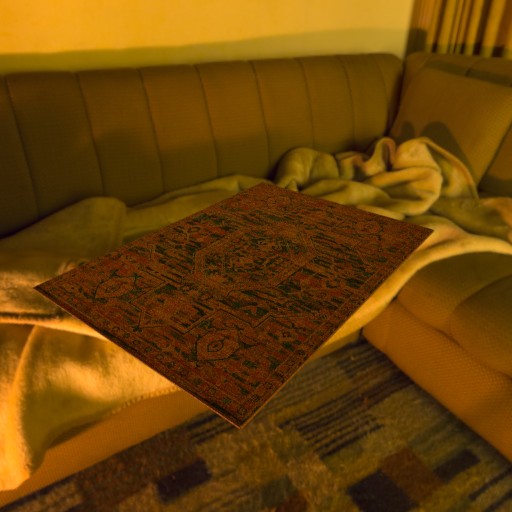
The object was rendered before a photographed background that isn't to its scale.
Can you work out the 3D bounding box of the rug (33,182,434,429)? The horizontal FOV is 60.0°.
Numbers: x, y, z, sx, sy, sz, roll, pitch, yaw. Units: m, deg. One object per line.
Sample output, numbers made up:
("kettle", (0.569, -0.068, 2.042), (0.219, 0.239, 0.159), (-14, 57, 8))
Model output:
("rug", (0.000, 0.000, 2.914), (1.588, 0.024, 2.204), (22, 36, 32))
